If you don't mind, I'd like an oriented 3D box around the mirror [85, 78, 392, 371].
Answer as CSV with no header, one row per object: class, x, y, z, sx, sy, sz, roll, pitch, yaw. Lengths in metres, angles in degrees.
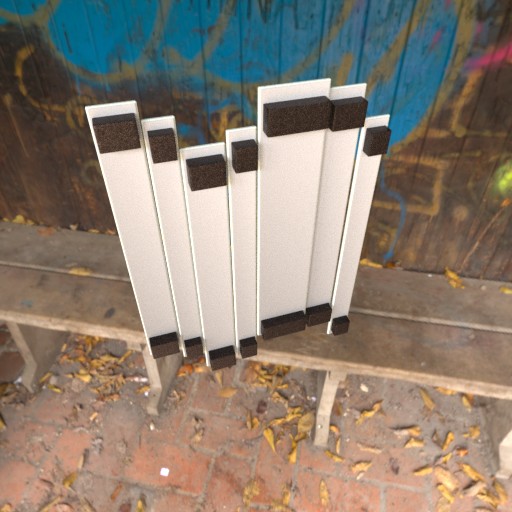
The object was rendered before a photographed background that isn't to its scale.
mirror,0.000,0.000,0.801,0.445,0.611,0.058,-12,43,-13
